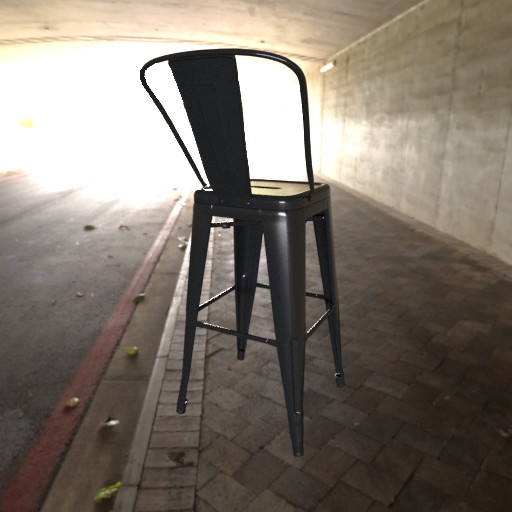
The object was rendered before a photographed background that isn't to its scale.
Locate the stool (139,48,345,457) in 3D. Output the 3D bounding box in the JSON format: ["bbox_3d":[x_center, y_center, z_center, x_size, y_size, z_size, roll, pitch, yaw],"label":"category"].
[{"bbox_3d":[0.000,0.000,1.276,0.432,1.022,0.528,9,18,27],"label":"stool"}]
